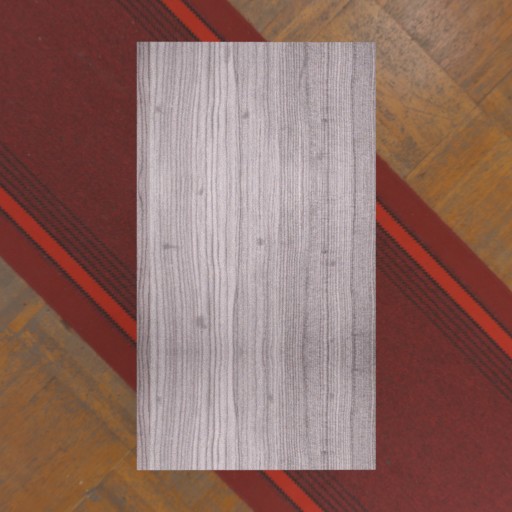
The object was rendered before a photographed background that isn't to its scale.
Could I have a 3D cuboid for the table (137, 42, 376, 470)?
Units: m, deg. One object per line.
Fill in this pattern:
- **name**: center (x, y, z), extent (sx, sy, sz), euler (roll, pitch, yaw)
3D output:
- **table**: center (0.000, 0.000, 2.003), extent (0.881, 0.736, 1.579), euler (0, 90, 0)
